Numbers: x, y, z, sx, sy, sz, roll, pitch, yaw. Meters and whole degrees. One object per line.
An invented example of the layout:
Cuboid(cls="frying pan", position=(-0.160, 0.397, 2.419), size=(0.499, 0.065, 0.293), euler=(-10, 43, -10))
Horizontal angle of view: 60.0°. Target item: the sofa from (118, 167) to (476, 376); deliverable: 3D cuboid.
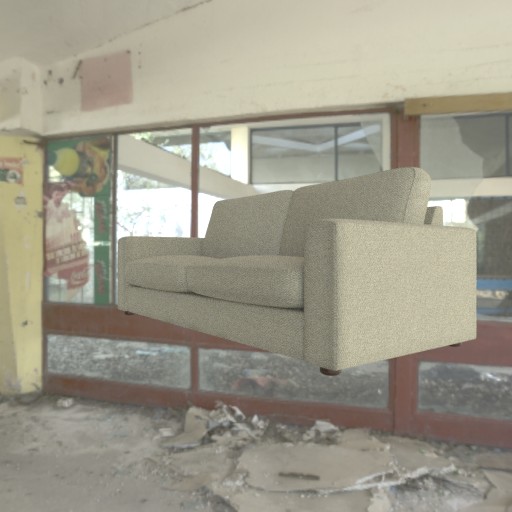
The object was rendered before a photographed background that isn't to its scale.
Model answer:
Cuboid(cls="sofa", position=(0.000, 0.000, 2.681), size=(1.016, 0.873, 2.179), euler=(0, 0, -37))
